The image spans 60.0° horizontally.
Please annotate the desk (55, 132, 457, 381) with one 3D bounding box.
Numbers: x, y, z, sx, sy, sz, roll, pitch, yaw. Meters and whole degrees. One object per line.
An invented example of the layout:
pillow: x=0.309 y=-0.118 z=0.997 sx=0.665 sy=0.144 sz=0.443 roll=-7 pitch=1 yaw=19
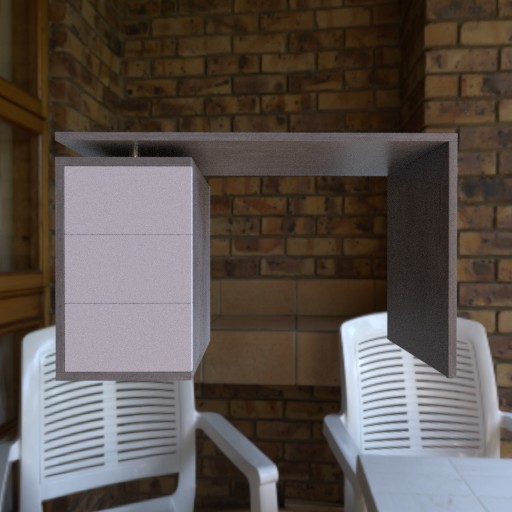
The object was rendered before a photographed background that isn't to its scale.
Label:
desk: x=0.000 y=0.000 z=1.624 sx=1.200 sy=0.740 sz=0.600 roll=0 pitch=0 yaw=-1
